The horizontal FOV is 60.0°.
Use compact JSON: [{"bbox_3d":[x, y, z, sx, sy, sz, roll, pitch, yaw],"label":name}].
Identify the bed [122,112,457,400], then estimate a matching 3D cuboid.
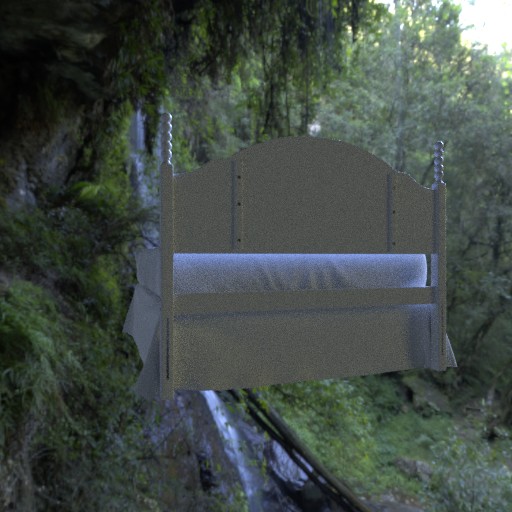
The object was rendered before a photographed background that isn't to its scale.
[{"bbox_3d":[0.000,0.000,3.291,1.873,1.356,2.040,0,0,-19],"label":"bed"}]
